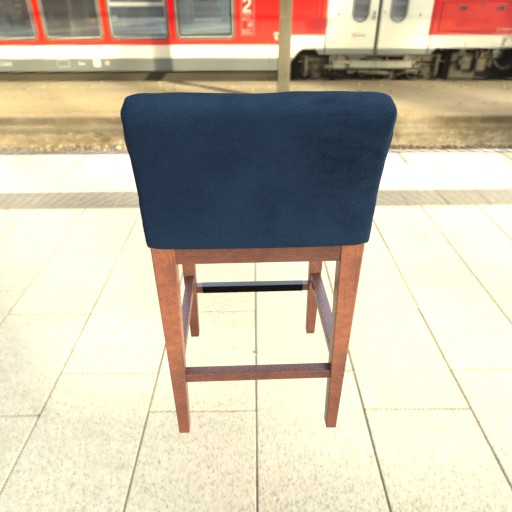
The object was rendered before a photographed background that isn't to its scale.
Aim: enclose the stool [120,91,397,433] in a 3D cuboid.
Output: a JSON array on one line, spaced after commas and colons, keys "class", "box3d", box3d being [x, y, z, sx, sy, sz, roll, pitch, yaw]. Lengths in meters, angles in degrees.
[{"class": "stool", "box3d": [0.000, 0.000, 1.231, 0.511, 0.945, 0.516, -1, 32, -2]}]
